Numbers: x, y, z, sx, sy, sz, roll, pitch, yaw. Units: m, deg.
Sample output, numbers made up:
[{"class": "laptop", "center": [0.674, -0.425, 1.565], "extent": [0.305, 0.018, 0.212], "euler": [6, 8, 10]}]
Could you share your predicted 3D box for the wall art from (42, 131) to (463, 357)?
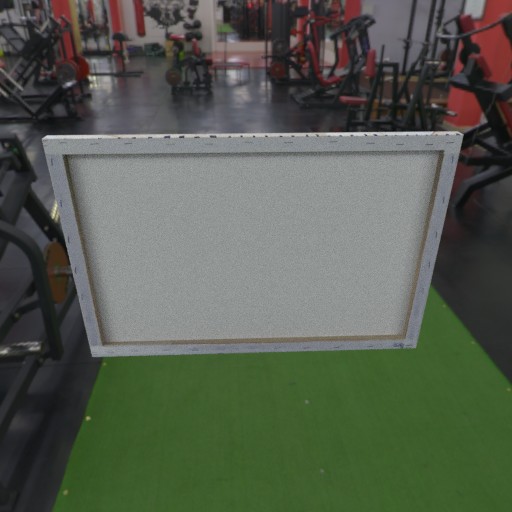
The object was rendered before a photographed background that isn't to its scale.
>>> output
[{"class": "wall art", "center": [0.000, 0.000, 1.398], "extent": [1.143, 0.757, 0.038], "euler": [-1, 29, -2]}]
